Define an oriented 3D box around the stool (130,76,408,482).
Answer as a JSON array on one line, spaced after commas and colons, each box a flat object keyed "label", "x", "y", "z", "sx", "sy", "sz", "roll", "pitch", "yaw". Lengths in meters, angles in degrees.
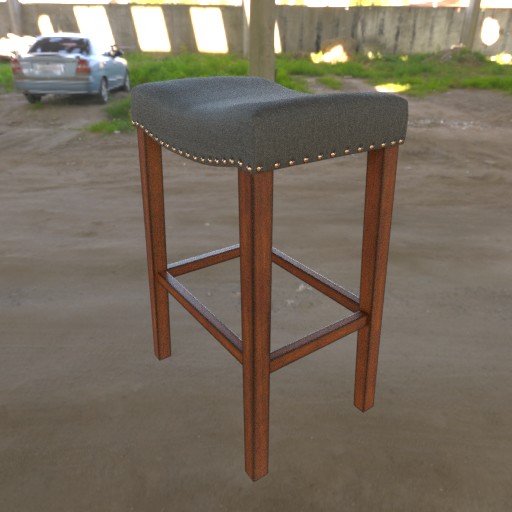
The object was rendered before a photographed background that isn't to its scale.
[{"label": "stool", "x": 0.000, "y": 0.000, "z": 1.031, "sx": 0.366, "sy": 0.748, "sz": 0.502, "roll": -18, "pitch": 32, "yaw": -31}]
